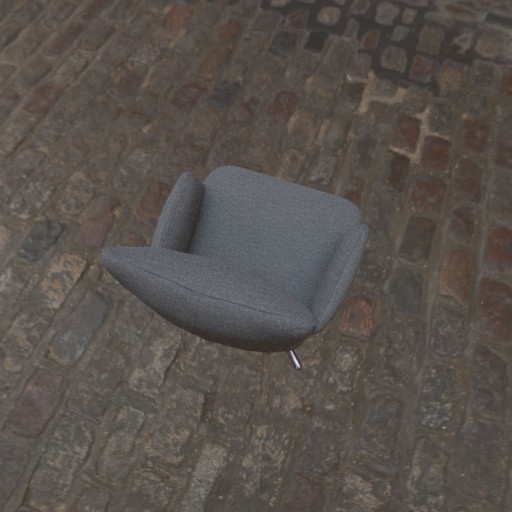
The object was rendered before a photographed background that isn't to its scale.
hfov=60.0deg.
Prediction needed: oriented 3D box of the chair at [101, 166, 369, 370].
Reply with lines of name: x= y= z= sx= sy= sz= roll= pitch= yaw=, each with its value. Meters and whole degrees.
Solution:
chair: x=0.000 y=0.000 z=1.579 sx=0.702 sy=0.984 sz=0.831 roll=18 pitch=64 yaw=9
